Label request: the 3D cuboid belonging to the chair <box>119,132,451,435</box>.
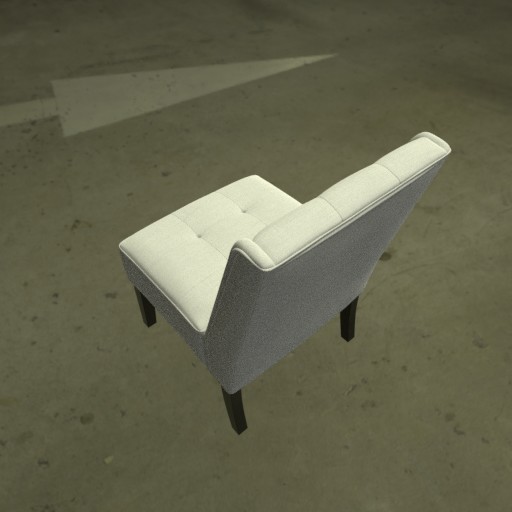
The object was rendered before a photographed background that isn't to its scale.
[{"bbox_3d":[0.000,0.000,1.298,0.569,0.853,0.676,-32,54,-27],"label":"chair"}]
